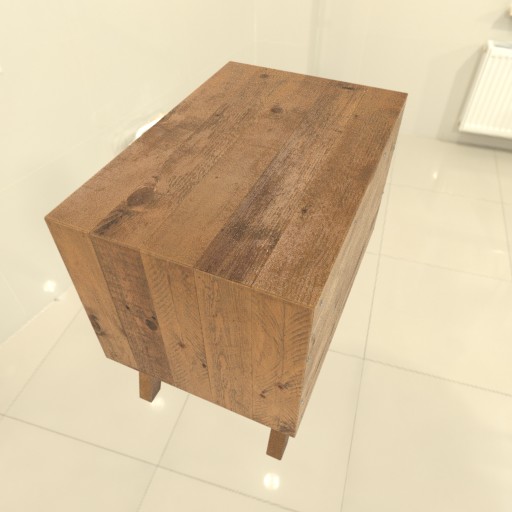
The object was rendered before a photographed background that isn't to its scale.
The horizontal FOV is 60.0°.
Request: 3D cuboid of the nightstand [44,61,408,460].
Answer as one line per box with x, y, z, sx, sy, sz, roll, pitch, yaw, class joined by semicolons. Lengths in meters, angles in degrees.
0.000;0.000;1.042;0.450;0.599;0.650;17;48;16;nightstand
